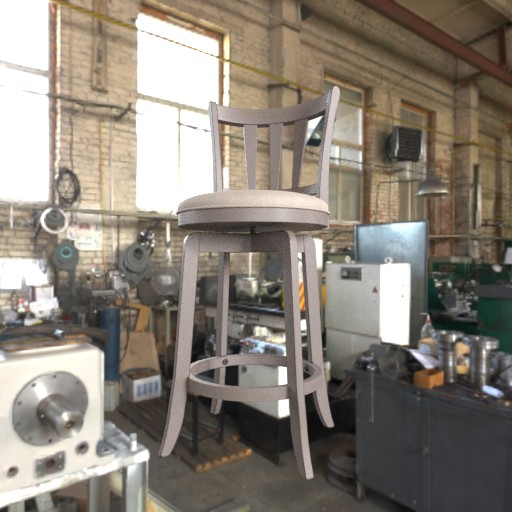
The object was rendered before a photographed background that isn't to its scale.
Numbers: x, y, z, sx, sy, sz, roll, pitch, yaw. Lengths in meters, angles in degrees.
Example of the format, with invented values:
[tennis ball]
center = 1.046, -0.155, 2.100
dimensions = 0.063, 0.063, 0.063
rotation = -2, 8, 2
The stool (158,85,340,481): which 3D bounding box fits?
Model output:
[stool]
center = 0.000, 0.000, 1.259
dimensions = 0.436, 1.023, 0.475
rotation = 0, 0, 18
